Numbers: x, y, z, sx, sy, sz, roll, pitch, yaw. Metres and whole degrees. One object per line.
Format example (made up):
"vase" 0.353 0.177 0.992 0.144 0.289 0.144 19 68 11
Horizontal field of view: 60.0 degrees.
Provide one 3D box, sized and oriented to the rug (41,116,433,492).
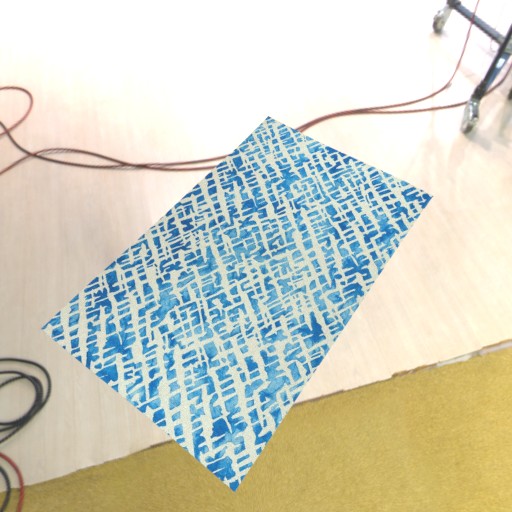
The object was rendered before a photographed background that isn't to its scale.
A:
"rug" 0.000 0.000 3.042 1.520 0.011 2.447 32 63 19
